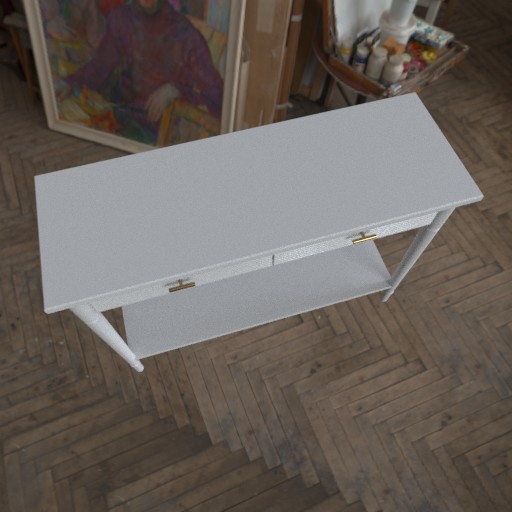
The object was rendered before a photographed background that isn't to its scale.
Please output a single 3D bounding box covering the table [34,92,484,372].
[{"bbox_3d":[0.000,0.000,1.441,1.067,0.749,0.381,-15,63,-8],"label":"table"}]
